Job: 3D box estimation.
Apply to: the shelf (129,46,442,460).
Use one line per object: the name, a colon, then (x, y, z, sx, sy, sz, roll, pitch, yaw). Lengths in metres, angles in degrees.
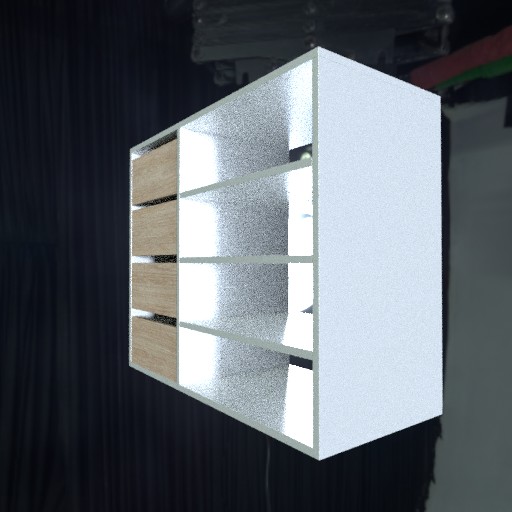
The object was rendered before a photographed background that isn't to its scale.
shelf: (0.000, 0.000, 1.259, 0.396, 0.732, 0.895, 1, -1, -37)
